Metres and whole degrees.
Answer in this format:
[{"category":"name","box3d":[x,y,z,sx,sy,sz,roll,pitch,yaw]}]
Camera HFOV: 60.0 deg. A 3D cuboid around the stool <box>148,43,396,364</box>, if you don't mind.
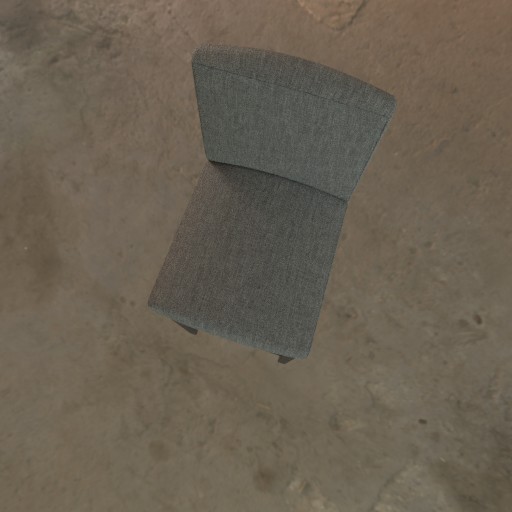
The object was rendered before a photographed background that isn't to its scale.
[{"category":"stool","box3d":[0.000,0.000,1.369,0.451,1.138,0.552,17,75,5]}]
